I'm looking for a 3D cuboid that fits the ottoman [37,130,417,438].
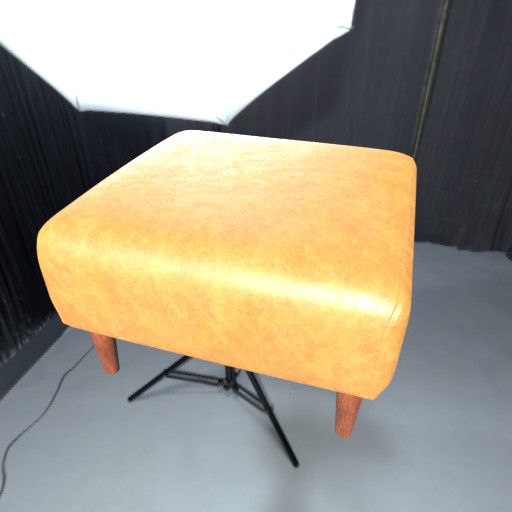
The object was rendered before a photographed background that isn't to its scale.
[{"bbox_3d":[0.000,0.000,1.024,0.650,0.399,0.650,10,35,15],"label":"ottoman"}]
